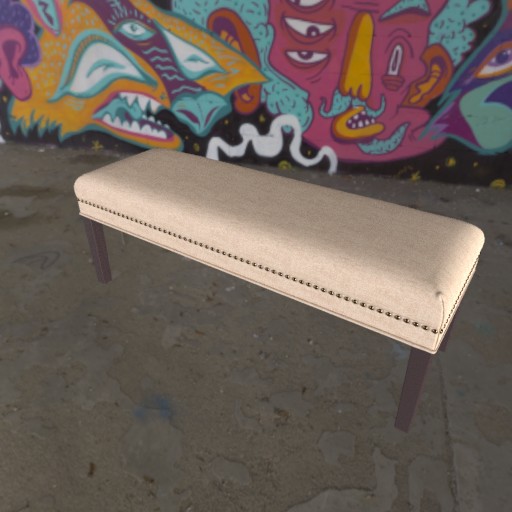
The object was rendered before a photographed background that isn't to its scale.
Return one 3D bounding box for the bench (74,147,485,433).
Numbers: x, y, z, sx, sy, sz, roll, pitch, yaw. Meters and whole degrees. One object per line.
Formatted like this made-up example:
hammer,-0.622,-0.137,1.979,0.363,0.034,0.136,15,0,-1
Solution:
bench,0.000,0.000,1.428,1.219,0.457,0.410,20,37,29
